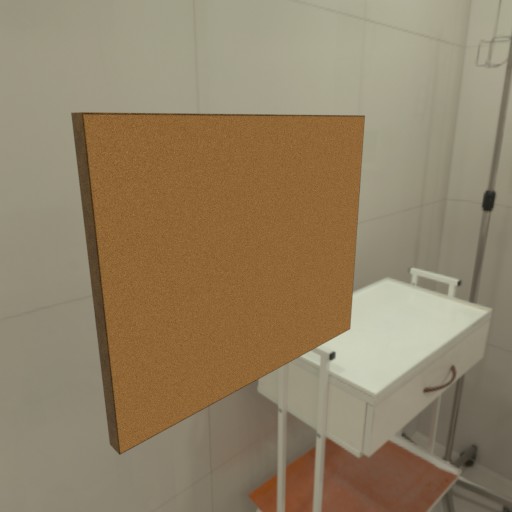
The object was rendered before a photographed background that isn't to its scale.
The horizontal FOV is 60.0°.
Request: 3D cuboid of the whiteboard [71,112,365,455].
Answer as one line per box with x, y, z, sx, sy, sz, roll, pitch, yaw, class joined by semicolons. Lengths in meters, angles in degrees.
0.000;0.000;0.751;0.561;0.457;0.029;-16;23;-42;whiteboard
